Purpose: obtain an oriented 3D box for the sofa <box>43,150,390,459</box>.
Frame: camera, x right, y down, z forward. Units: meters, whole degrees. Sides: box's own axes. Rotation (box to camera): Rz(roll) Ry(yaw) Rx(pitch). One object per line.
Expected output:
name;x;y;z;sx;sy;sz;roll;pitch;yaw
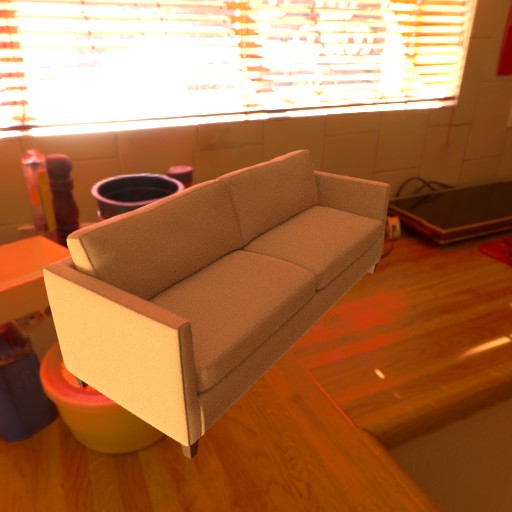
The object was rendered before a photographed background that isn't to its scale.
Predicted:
sofa;0.000;0.000;2.898;0.951;0.968;2.361;17;31;31
